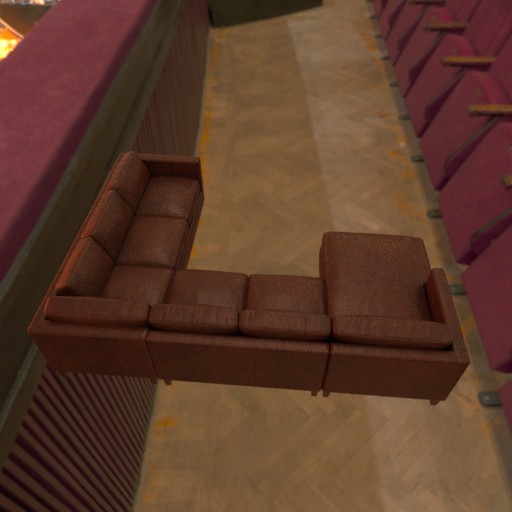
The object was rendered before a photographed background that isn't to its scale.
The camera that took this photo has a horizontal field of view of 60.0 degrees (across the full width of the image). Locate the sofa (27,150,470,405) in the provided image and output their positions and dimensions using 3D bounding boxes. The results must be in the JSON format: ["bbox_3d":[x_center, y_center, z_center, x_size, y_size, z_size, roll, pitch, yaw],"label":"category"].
[{"bbox_3d":[0.000,0.000,4.342,3.324,0.891,2.452,3,46,3],"label":"sofa"}]
